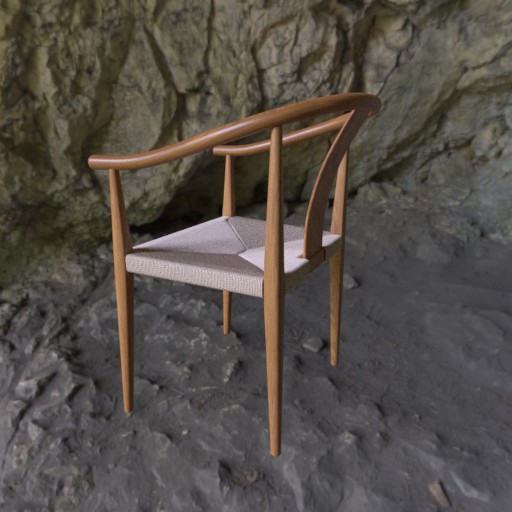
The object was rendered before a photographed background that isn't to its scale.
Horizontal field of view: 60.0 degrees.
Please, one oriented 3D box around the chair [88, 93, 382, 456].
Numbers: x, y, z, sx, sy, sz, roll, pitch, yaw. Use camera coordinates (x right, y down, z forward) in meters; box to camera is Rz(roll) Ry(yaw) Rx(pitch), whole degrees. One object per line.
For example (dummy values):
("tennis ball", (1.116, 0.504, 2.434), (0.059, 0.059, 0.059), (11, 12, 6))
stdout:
("chair", (0.000, 0.000, 1.186), (0.579, 0.800, 0.556), (8, 19, 26))
